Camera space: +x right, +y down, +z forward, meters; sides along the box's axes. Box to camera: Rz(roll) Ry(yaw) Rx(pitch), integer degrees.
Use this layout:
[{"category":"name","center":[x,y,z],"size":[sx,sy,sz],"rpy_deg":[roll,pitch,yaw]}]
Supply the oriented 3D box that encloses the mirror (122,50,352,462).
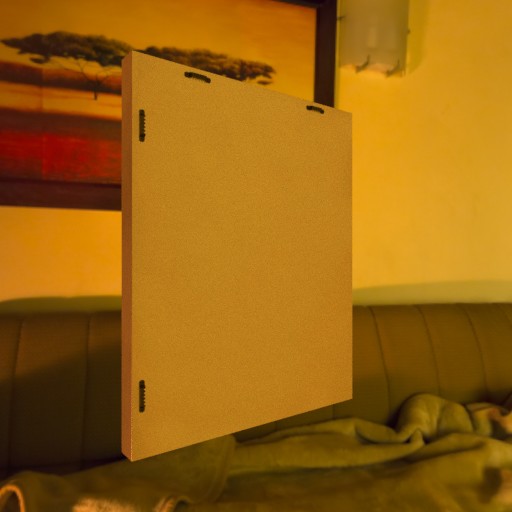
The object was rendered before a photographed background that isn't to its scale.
[{"category":"mirror","center":[0.000,0.000,0.681],"size":[0.406,0.509,0.041],"rpy_deg":[0,0,-37]}]
